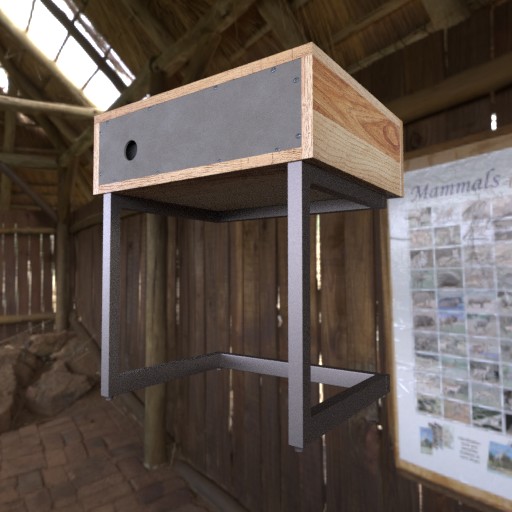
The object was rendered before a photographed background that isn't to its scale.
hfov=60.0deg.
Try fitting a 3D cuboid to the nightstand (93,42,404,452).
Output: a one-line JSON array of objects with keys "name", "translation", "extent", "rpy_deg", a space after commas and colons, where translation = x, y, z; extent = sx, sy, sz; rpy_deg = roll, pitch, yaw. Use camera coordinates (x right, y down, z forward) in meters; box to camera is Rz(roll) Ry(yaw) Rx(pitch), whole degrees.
[{"name": "nightstand", "translation": [0.000, 0.000, 1.024], "extent": [0.558, 0.632, 0.481], "rpy_deg": [-2, -3, 36]}]
